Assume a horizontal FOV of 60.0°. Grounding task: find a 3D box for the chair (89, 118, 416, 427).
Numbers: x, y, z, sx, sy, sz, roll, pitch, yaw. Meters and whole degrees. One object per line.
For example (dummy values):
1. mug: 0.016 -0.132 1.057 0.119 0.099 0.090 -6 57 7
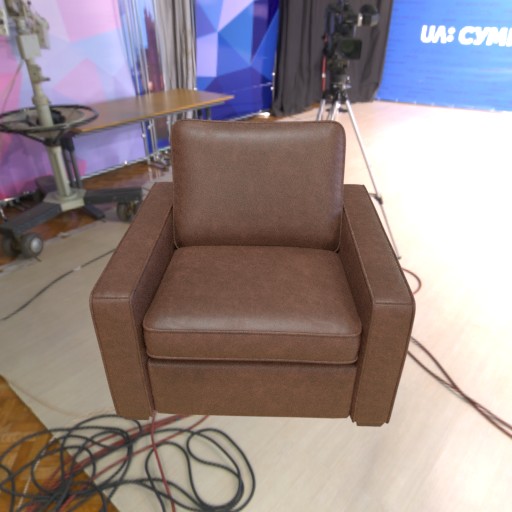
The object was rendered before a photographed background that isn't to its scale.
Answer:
1. chair: 0.000 0.000 1.757 1.017 0.919 0.940 1 32 2
